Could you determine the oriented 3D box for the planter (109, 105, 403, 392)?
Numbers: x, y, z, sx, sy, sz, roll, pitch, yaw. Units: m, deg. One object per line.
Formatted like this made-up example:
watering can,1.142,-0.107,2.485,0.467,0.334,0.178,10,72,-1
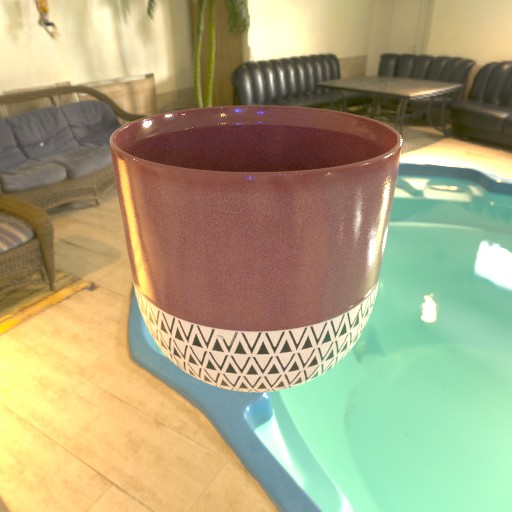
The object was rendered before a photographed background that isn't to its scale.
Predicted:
planter,0.000,0.000,0.481,0.266,0.270,0.266,0,28,0
